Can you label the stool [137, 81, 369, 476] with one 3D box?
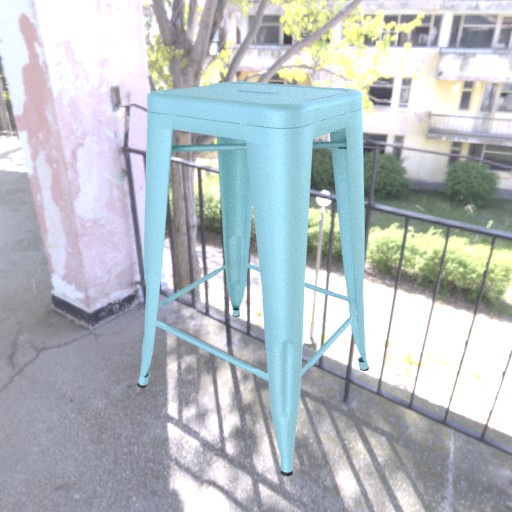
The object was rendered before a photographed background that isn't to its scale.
[{"bbox_3d":[0.000,0.000,0.866,0.399,0.609,0.359,17,31,31],"label":"stool"}]
